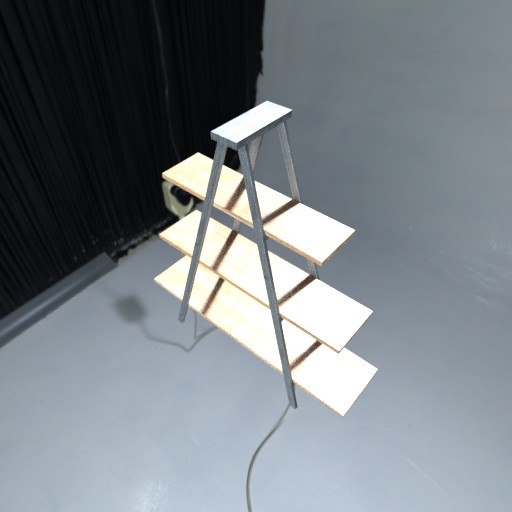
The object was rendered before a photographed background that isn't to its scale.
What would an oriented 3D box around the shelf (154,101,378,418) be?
[{"bbox_3d":[0.000,0.000,2.750,1.746,1.808,0.508,31,52,27],"label":"shelf"}]
